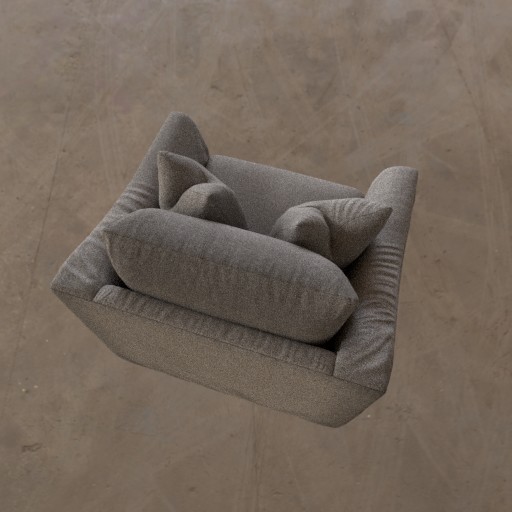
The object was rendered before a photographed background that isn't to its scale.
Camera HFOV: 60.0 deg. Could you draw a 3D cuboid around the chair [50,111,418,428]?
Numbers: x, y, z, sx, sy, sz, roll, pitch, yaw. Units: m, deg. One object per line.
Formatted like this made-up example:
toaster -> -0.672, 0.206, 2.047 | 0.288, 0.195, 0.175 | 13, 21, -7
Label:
chair -> 0.000, 0.000, 1.980 | 1.194, 1.059, 1.071 | 16, 63, 8
